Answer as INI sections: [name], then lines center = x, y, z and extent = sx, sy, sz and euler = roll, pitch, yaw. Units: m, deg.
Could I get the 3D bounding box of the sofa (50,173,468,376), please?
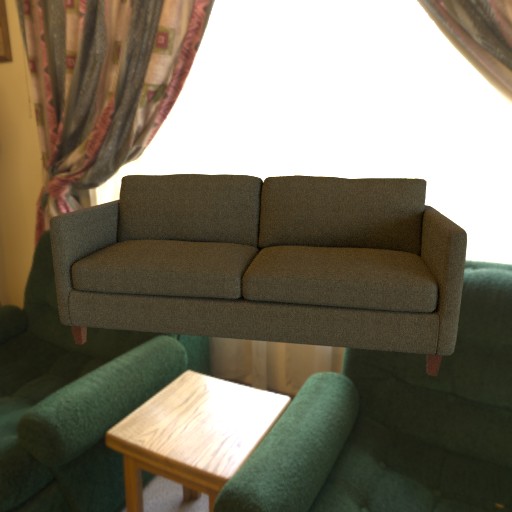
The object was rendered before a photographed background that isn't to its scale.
[sofa]
center = 0.000, 0.000, 2.748
extent = 2.208, 0.965, 0.948
euler = 3, 15, 10
